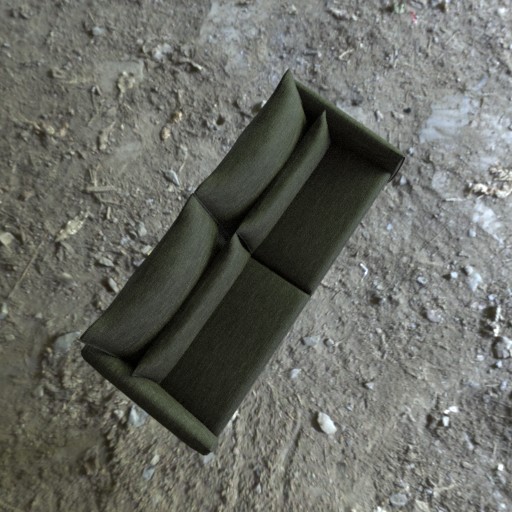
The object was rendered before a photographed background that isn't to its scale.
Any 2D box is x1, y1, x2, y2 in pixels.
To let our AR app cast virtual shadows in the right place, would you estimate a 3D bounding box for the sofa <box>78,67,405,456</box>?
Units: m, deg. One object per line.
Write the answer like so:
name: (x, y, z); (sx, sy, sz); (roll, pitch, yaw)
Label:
sofa: (0.000, 0.000, 2.478); (0.807, 0.843, 2.019); (34, 78, 8)
